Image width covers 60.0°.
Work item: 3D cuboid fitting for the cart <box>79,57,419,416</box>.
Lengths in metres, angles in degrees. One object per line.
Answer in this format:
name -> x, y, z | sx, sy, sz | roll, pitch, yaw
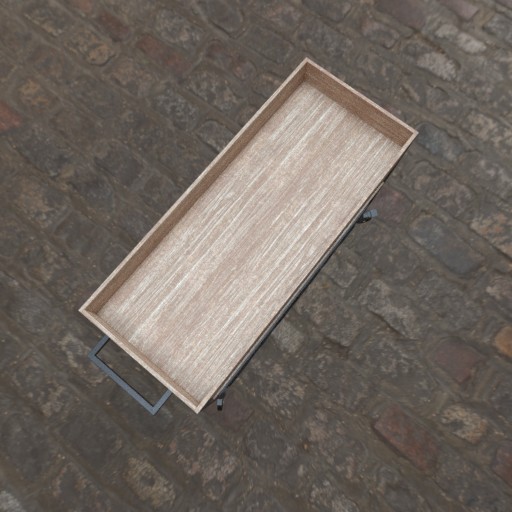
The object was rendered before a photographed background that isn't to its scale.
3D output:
cart -> 0.000, 0.000, 1.566 | 0.500, 0.787, 1.101 | 38, 79, 9
